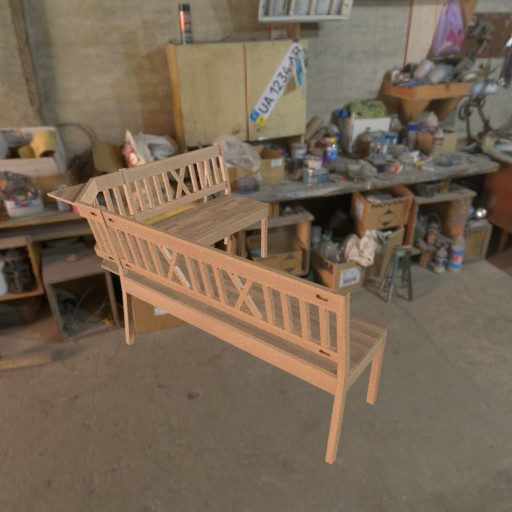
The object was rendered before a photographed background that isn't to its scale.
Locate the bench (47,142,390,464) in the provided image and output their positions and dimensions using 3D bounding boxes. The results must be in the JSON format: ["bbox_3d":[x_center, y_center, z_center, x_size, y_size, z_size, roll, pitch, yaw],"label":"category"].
[{"bbox_3d":[0.000,0.000,2.792,1.937,0.902,1.537,19,32,33],"label":"bench"}]
